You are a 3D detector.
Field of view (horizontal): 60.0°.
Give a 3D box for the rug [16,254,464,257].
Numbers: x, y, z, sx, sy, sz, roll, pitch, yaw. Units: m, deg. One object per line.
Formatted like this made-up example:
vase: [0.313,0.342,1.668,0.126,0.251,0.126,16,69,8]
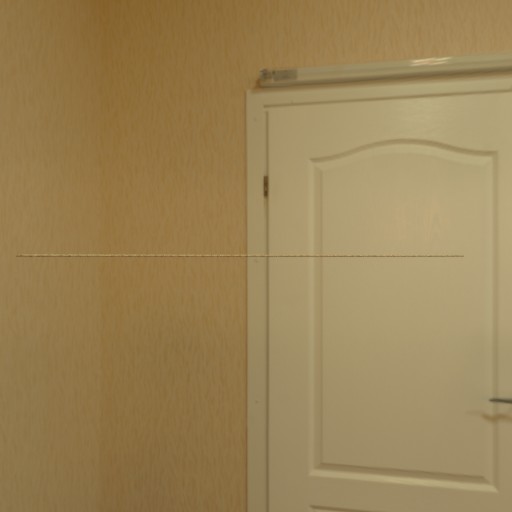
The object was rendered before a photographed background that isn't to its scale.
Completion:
rug: [0.000,0.000,2.470,2.277,0.008,0.676,0,0,-19]
